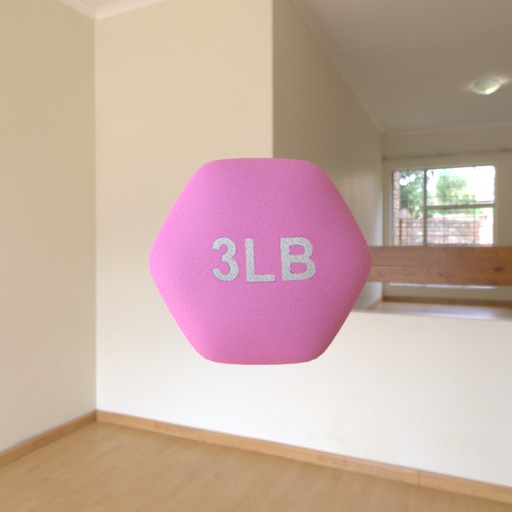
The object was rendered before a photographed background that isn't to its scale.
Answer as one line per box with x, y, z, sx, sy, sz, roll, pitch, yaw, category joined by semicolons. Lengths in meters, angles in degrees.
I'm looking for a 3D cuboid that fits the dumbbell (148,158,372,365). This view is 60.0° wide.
0.000;0.000;0.191;0.064;0.058;0.159;0;1;-1;dumbbell
